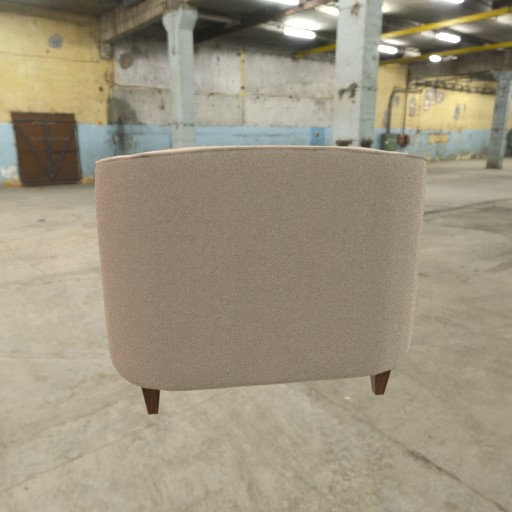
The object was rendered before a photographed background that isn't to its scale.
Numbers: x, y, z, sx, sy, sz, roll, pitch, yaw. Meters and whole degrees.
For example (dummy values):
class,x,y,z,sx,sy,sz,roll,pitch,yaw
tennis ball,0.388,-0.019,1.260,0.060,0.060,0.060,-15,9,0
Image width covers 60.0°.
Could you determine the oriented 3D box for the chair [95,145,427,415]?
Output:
class,x,y,z,sx,sy,sz,roll,pitch,yaw
chair,0.000,0.000,1.752,1.104,0.852,0.941,-2,14,-8
